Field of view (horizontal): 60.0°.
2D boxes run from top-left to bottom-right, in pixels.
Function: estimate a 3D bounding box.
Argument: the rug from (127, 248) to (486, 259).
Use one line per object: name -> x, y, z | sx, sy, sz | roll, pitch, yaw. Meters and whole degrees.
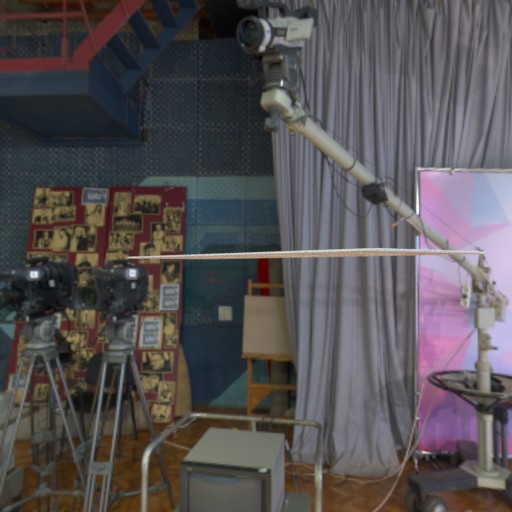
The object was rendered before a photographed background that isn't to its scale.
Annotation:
rug -> 0.000, 0.000, 2.032 | 0.562, 0.009, 1.824 | 1, -1, -36
